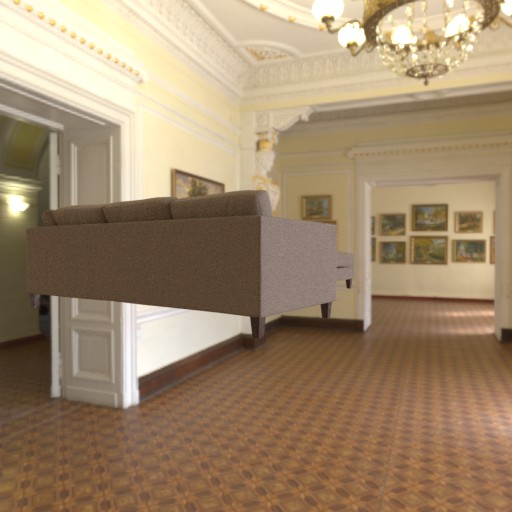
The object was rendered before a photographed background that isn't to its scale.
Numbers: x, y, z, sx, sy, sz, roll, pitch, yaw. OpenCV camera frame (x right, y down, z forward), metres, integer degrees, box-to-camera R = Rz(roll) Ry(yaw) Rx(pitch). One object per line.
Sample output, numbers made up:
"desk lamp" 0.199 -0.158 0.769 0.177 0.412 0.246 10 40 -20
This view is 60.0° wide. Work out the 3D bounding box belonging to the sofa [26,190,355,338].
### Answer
"sofa" 0.000 0.000 4.503 2.424 0.865 3.438 1 1 34
